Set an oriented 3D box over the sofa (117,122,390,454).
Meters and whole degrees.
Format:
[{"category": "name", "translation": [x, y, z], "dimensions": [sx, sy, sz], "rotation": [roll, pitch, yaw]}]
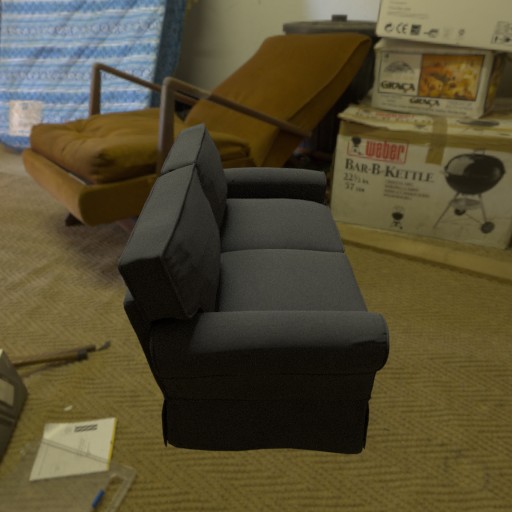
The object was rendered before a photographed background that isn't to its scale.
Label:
[{"category": "sofa", "translation": [0.000, 0.000, 2.389], "dimensions": [0.997, 1.059, 1.801], "rotation": [0, 31, -1]}]
